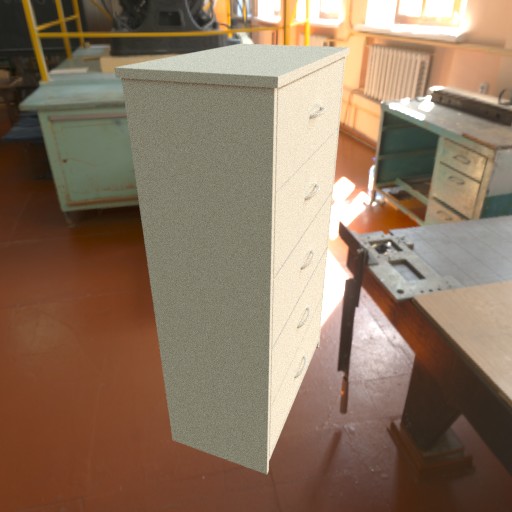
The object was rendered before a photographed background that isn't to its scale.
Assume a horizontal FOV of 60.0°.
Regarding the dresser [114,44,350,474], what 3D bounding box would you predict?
[{"bbox_3d":[0.000,0.000,1.516,0.399,1.255,0.704,11,32,19],"label":"dresser"}]
